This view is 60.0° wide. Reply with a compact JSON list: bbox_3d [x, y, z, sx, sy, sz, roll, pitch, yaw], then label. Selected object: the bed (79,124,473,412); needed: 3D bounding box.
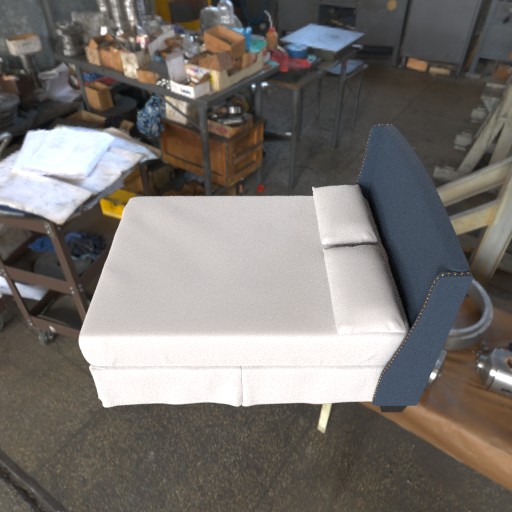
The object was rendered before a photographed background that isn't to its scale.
[{"bbox_3d":[0.000,0.000,3.248,2.237,1.407,1.710,0,42,0],"label":"bed"}]
